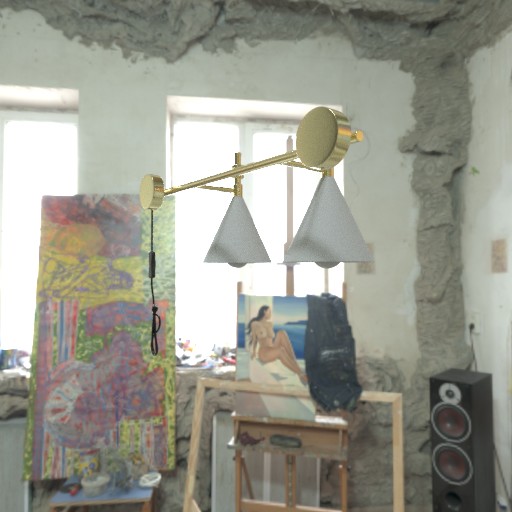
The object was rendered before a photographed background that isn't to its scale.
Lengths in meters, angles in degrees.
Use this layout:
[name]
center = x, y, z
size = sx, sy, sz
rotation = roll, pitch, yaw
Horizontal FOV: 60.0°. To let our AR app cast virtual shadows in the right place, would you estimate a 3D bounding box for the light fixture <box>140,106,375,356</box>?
[light fixture]
center = 0.000, 0.000, 0.869
size = 0.239, 0.468, 0.642
rotation = 1, -2, -38
